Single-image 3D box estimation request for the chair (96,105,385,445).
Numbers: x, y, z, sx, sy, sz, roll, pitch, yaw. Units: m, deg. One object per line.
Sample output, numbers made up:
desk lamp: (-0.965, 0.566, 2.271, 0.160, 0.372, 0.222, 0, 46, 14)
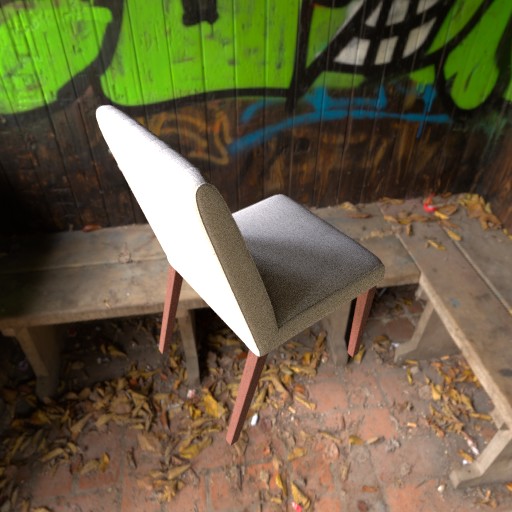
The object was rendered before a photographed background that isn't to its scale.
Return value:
chair: (0.000, 0.000, 1.258, 0.594, 0.900, 0.480, -26, 47, -28)
